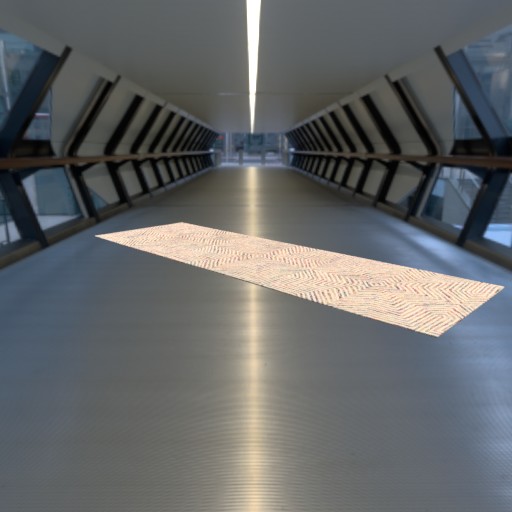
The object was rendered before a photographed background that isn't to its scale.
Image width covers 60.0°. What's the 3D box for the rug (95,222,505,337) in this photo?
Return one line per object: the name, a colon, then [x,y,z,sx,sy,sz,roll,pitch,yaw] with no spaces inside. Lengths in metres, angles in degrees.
rug: [0.000,0.000,2.587,2.443,0.009,0.771,13,20,42]
